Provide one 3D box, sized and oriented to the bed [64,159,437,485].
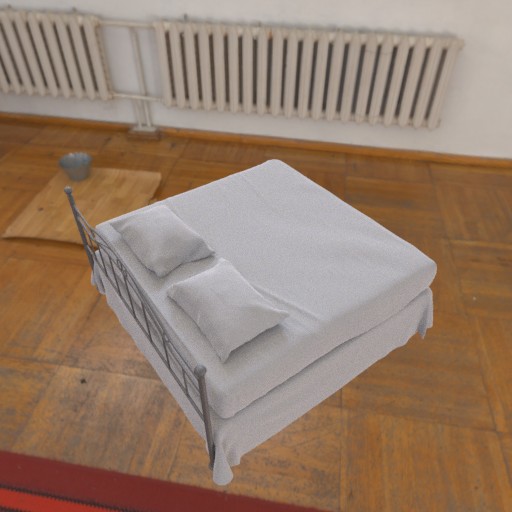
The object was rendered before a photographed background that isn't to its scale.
[{"bbox_3d":[0.000,0.000,3.574,2.220,1.080,2.309,-25,47,-26],"label":"bed"}]
